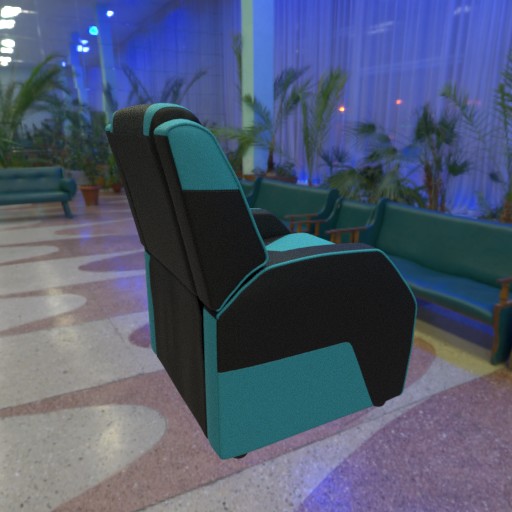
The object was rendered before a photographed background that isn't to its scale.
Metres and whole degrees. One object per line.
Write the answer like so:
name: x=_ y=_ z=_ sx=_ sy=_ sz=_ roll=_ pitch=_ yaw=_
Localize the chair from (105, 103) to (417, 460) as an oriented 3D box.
chair: x=0.000 y=0.000 z=1.262 sx=0.672 sy=0.805 sz=0.620 roll=-8 pitch=19 yaw=-26
